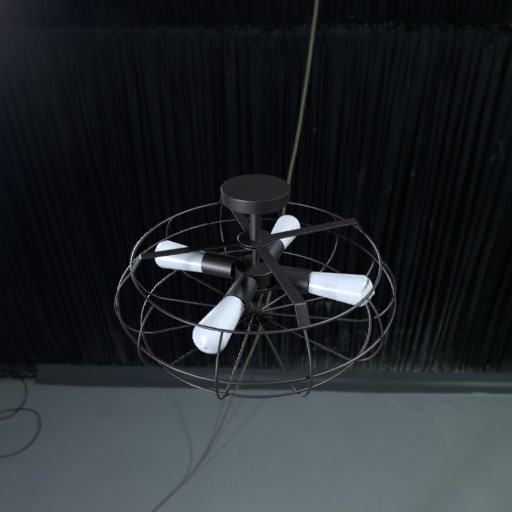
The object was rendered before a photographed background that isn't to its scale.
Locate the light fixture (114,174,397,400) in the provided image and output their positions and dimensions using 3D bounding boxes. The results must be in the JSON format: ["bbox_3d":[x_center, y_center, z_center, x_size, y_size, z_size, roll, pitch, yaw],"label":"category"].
[{"bbox_3d":[0.000,0.000,0.922,0.582,0.311,0.582,0,31,0],"label":"light fixture"}]
